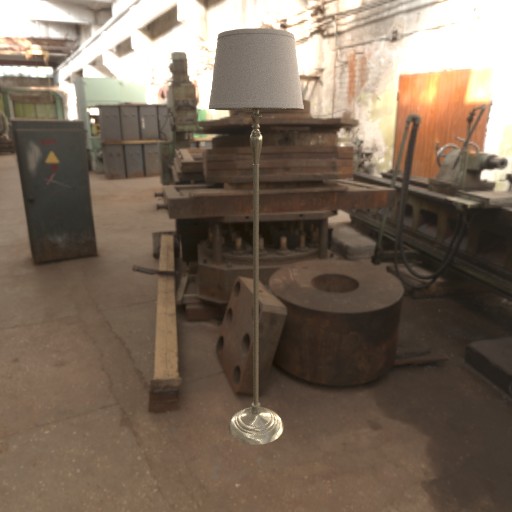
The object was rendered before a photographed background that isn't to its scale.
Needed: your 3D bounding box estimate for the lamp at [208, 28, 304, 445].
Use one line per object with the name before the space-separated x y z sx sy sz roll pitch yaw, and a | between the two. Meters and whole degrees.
lamp | 0.000 0.000 1.670 0.327 1.506 0.327 -8 18 -26
